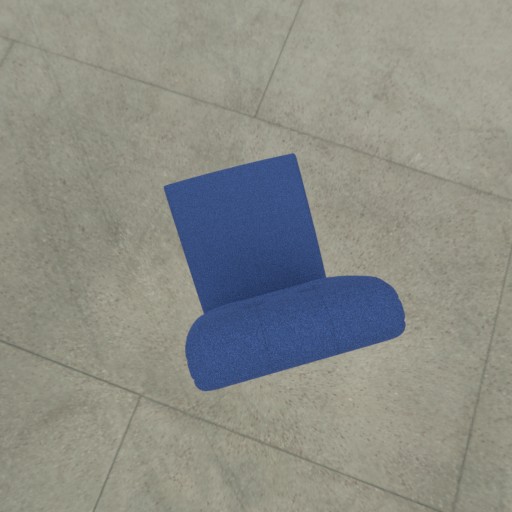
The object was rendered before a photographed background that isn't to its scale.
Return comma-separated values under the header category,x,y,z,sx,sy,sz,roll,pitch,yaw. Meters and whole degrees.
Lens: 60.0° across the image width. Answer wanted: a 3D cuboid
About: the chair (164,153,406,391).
category,x,y,z,sx,sy,sz,roll,pitch,yaw
chair,0.000,0.000,1.330,0.456,1.006,0.671,-15,76,-4
